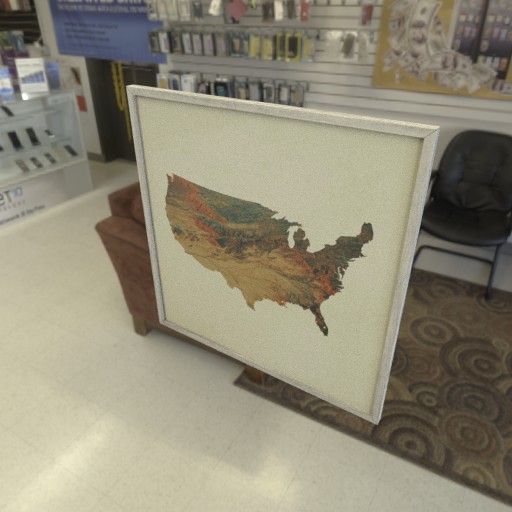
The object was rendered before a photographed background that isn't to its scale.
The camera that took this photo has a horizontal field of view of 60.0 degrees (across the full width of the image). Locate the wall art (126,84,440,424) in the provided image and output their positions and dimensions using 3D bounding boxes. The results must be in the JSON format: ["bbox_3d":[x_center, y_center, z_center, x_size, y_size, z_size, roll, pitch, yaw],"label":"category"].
[{"bbox_3d":[0.000,0.000,0.760,0.508,0.507,0.016,18,35,28],"label":"wall art"}]
